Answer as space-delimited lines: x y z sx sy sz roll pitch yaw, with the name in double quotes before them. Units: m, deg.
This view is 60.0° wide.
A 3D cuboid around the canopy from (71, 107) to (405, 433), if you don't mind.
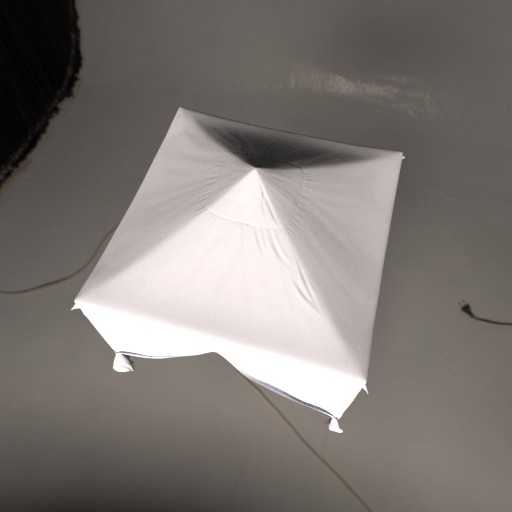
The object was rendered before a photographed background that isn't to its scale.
"canopy" 0.000 0.000 5.419 3.043 2.997 3.121 14 60 8
